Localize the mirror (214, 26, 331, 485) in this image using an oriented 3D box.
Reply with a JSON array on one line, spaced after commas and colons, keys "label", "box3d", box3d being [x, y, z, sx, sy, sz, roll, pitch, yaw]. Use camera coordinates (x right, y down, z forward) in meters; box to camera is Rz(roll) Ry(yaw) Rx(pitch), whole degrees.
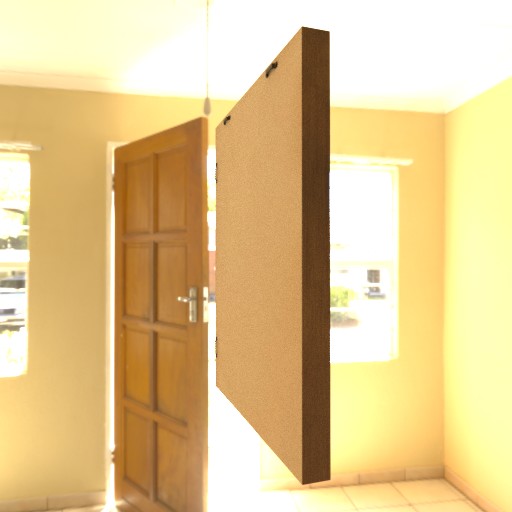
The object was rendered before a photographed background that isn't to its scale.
[{"label": "mirror", "box3d": [0.000, 0.000, 0.687, 0.041, 0.509, 0.406, 0, -1, -19]}]
